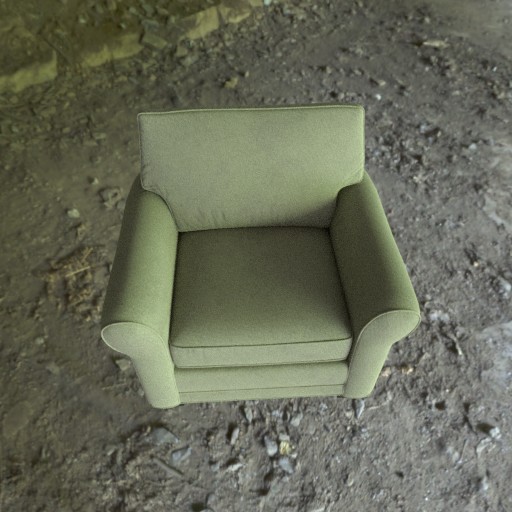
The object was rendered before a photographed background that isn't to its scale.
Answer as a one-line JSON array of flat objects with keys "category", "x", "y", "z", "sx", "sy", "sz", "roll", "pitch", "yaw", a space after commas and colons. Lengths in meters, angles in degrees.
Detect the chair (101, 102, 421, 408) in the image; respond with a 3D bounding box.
[{"category": "chair", "x": 0.000, "y": 0.000, "z": 1.928, "sx": 1.147, "sy": 1.044, "sz": 0.939, "roll": -2, "pitch": 47, "yaw": -2}]
